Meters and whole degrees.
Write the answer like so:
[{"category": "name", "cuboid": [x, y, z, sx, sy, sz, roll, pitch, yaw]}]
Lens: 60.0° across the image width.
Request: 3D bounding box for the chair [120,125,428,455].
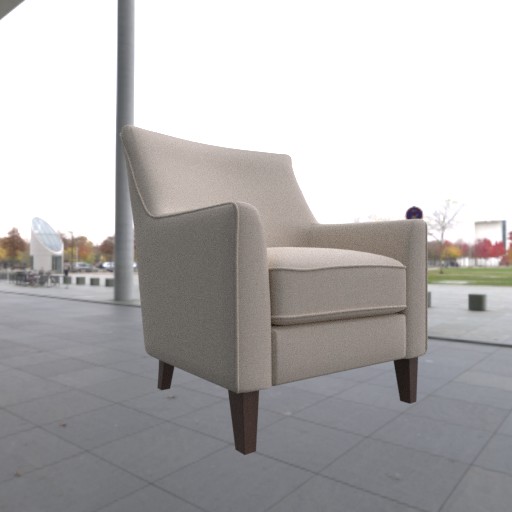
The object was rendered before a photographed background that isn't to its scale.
[{"category": "chair", "cuboid": [0.000, 0.000, 1.526, 0.756, 0.916, 0.879, 1, -1, -36]}]
